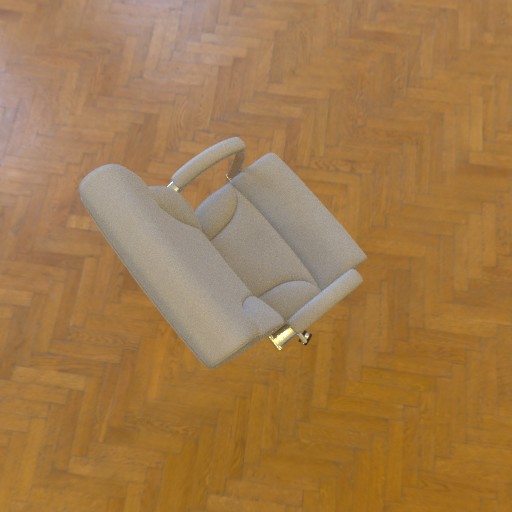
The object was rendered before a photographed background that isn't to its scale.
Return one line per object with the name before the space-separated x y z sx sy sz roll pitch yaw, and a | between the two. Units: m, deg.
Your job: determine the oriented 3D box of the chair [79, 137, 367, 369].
chair | 0.000 0.000 1.576 0.745 1.099 0.727 -38 79 -9
